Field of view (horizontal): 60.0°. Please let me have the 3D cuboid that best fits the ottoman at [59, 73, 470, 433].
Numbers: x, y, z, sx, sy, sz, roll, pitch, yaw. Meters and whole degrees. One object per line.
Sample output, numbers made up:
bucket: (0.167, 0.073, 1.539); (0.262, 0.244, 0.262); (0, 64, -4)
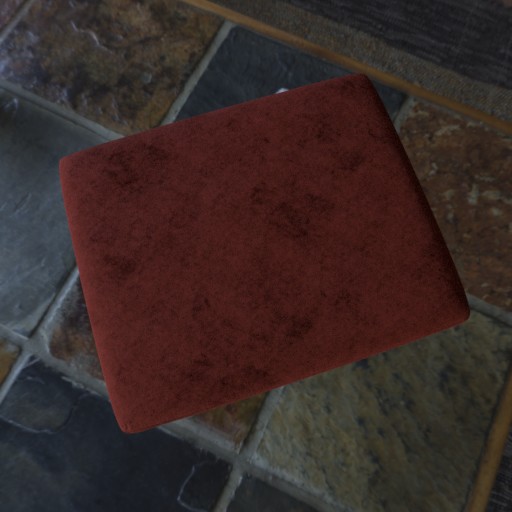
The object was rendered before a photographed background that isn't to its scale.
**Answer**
ottoman: (0.000, 0.000, 1.159); (0.782, 0.462, 0.650); (-17, 77, -4)
